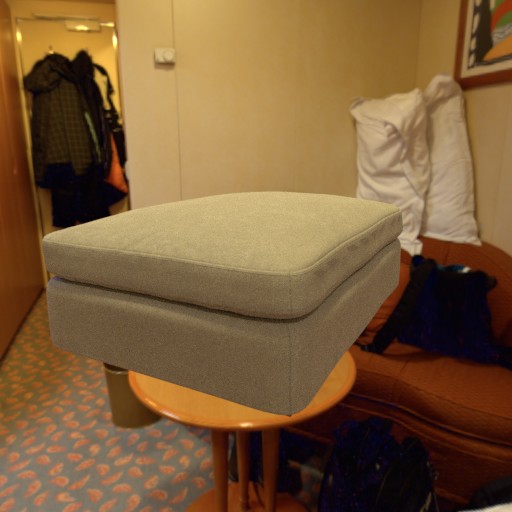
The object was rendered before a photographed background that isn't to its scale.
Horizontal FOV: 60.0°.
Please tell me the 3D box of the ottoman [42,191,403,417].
[{"bbox_3d":[0.000,0.000,1.620,0.840,0.429,1.199,7,15,27],"label":"ottoman"}]
